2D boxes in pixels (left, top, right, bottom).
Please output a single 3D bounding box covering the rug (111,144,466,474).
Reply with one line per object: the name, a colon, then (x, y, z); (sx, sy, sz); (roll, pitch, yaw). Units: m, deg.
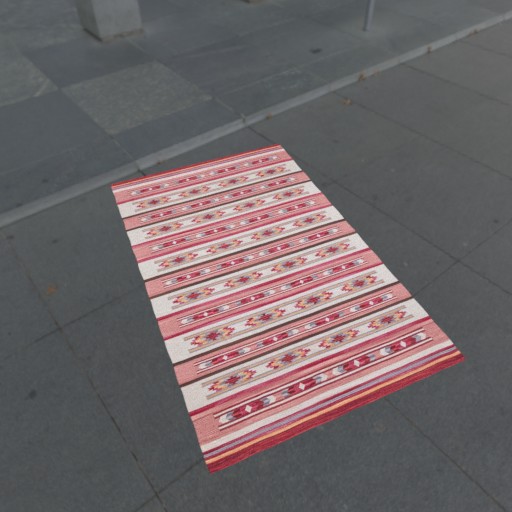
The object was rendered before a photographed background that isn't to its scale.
rug: (0.000, 0.000, 3.062); (1.535, 0.010, 2.431); (-17, 49, -16)
